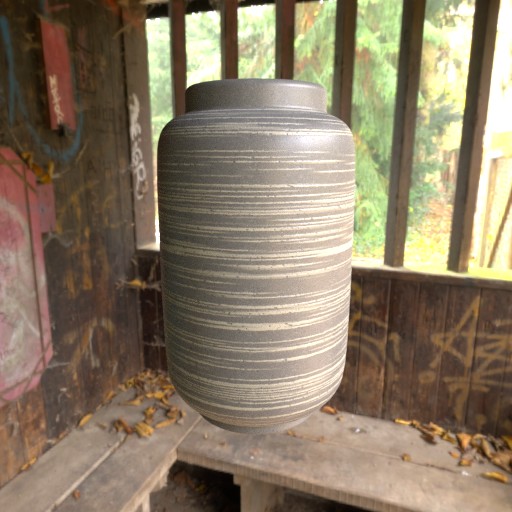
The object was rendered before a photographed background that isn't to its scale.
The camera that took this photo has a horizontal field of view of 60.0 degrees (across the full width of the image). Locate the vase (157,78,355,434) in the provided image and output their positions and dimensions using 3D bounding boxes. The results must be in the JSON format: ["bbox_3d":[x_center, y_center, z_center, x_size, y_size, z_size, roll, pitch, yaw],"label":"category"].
[{"bbox_3d":[0.000,0.000,0.701,0.297,0.499,0.297,0,13,0],"label":"vase"}]
